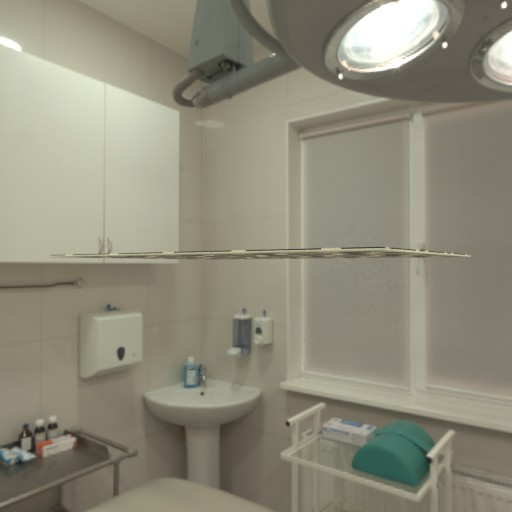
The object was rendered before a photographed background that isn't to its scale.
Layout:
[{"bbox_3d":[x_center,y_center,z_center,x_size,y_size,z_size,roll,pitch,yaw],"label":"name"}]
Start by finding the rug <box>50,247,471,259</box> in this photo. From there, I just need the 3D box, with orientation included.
[{"bbox_3d":[0.000,0.000,2.904,2.286,0.016,1.555,-1,-1,37],"label":"rug"}]
